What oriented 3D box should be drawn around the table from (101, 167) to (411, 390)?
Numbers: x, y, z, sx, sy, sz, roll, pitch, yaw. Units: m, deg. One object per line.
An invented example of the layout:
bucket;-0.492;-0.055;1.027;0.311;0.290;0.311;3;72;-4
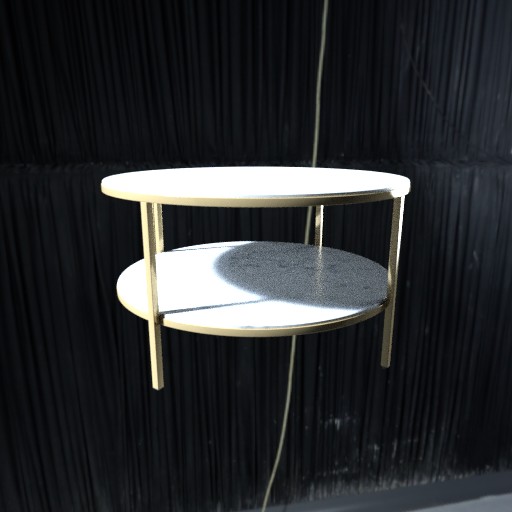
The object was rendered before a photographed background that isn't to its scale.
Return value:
table;0.000;0.000;1.264;0.800;0.450;0.800;0;15;0
